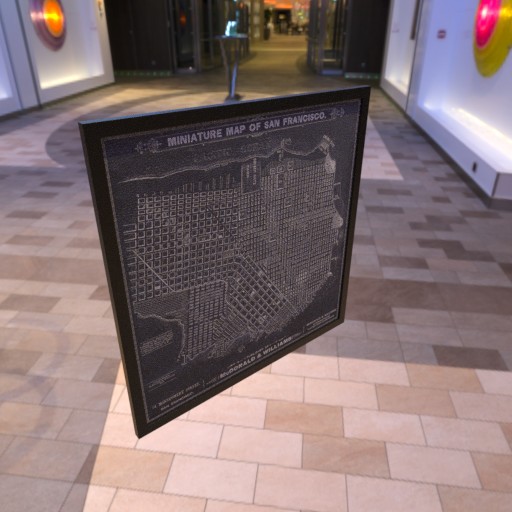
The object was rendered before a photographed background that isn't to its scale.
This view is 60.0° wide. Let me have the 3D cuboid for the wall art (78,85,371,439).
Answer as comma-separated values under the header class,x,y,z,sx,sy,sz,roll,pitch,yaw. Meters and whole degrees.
class,x,y,z,sx,sy,sz,roll,pitch,yaw
wall art,0.000,0.000,1.202,0.807,0.807,0.022,-21,34,-34
